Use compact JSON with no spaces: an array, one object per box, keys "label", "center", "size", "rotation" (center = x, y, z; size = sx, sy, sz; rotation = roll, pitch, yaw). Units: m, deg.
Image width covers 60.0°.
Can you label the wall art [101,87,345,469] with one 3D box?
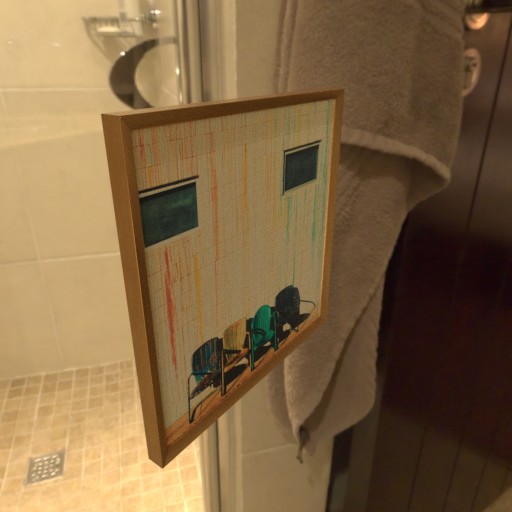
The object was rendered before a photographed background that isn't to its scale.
[{"label":"wall art","center":[0.000,0.000,0.447],"size":[0.019,0.302,0.302],"rotation":[17,30,33]}]
